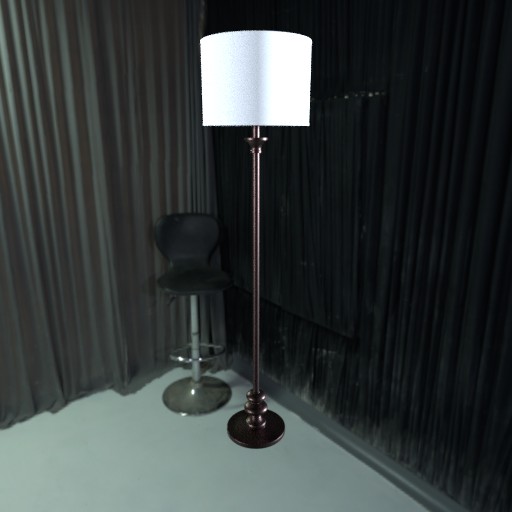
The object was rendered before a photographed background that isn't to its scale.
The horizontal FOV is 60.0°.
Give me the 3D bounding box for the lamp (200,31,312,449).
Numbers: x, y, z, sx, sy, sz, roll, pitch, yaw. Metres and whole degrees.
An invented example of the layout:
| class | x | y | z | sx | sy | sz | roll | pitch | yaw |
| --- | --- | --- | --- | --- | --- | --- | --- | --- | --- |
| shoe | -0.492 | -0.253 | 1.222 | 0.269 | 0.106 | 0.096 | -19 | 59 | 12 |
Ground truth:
| class | x | y | z | sx | sy | sz | roll | pitch | yaw |
| --- | --- | --- | --- | --- | --- | --- | --- | --- | --- |
| lamp | 0.000 | 0.000 | 1.628 | 0.356 | 1.487 | 0.356 | -14 | 21 | -40 |
